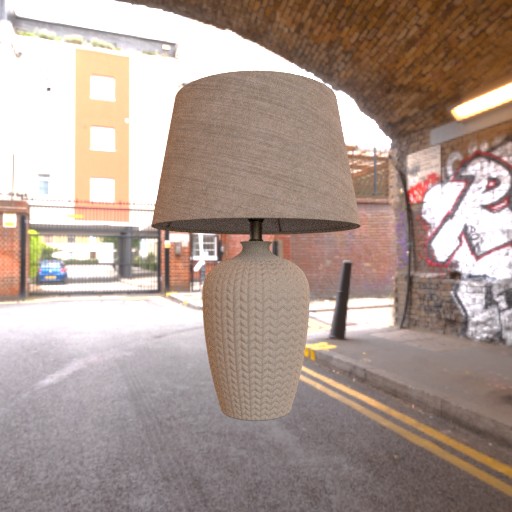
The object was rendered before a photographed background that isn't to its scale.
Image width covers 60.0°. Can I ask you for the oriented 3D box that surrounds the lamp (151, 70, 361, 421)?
[{"bbox_3d":[0.000,0.000,0.846,0.390,0.580,0.390,0,-1,0],"label":"lamp"}]
